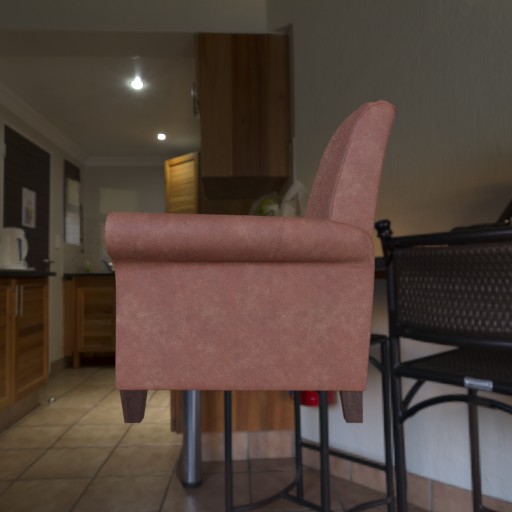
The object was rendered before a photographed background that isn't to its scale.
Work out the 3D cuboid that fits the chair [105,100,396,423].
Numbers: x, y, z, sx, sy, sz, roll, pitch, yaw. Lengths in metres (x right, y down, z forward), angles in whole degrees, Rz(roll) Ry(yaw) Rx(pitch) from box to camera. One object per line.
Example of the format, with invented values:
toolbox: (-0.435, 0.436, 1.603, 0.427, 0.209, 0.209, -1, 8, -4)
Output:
chair: (0.000, 0.000, 1.747, 0.902, 1.061, 0.978, 0, -2, 0)
